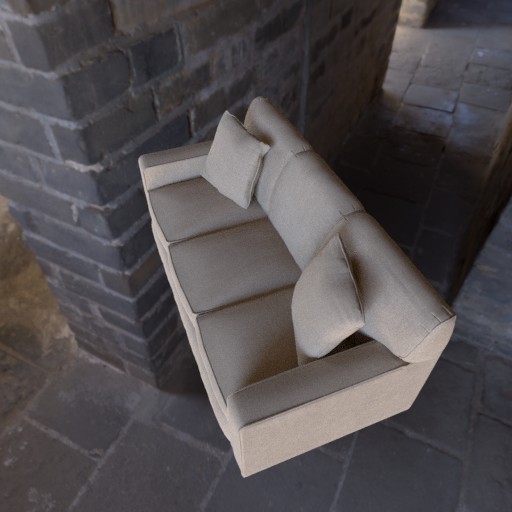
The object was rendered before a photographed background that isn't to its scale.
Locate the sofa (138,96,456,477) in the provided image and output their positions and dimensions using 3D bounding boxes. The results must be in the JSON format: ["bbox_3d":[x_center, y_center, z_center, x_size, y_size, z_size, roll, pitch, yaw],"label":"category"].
[{"bbox_3d":[0.000,0.000,2.576,0.997,0.958,2.024,-16,48,-15],"label":"sofa"}]
